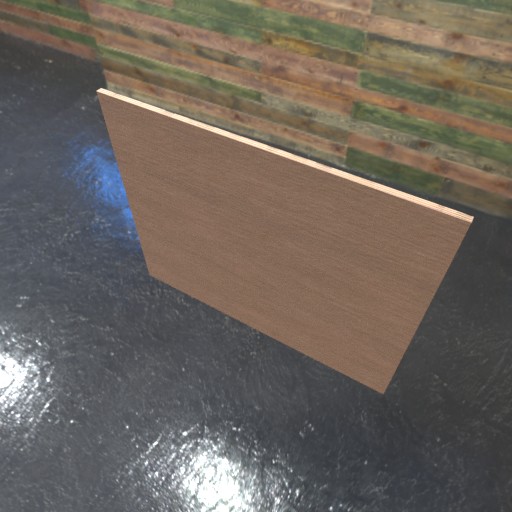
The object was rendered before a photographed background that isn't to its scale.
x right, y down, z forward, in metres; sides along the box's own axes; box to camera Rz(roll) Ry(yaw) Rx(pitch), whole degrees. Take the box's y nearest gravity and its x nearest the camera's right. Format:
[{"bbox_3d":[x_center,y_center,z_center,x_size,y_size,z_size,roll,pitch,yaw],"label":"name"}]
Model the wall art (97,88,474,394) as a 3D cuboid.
[{"bbox_3d":[0.000,0.000,0.685,0.508,0.408,0.010,24,53,20],"label":"wall art"}]
